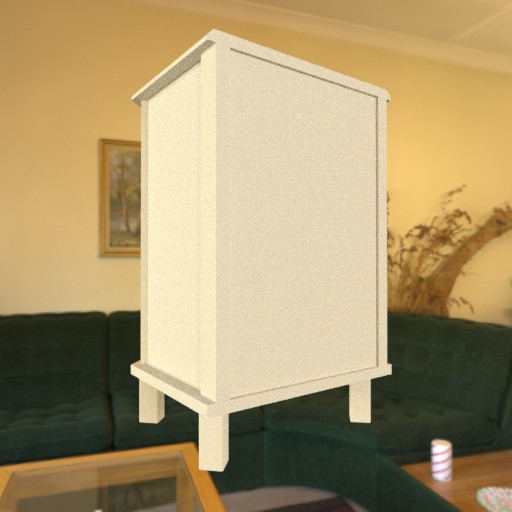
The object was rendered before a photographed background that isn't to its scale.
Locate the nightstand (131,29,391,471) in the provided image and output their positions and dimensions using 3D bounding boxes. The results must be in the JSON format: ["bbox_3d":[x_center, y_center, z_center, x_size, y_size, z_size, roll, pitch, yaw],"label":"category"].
[{"bbox_3d":[0.000,0.000,0.927,0.435,0.681,0.351,0,-1,-36],"label":"nightstand"}]
